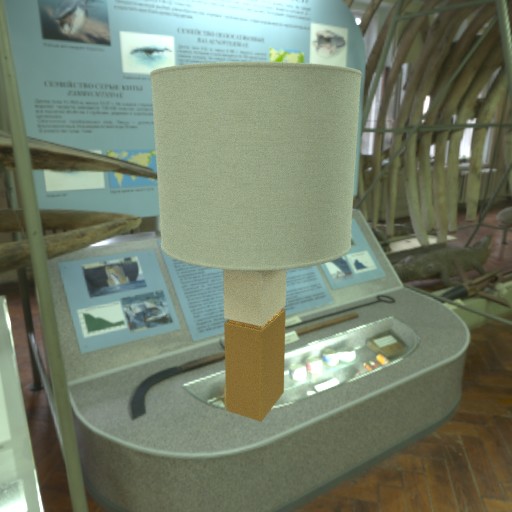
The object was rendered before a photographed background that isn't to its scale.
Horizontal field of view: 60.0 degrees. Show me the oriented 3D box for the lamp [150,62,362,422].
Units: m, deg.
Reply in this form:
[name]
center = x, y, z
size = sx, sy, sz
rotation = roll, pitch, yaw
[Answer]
[lamp]
center = 0.000, 0.000, 0.550
size = 0.229, 0.417, 0.229
rotation = 8, 19, 25
